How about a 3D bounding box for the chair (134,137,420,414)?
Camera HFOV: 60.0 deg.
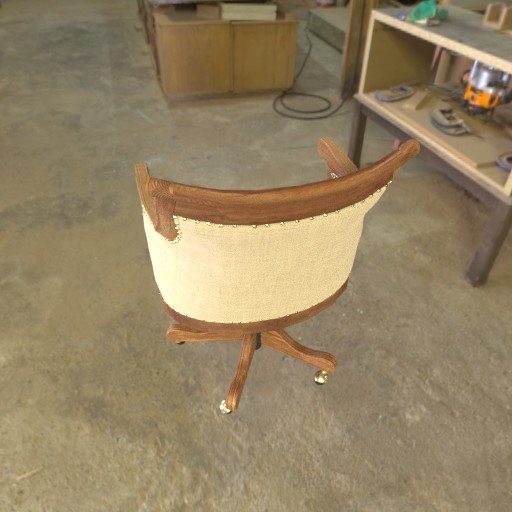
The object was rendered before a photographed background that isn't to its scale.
[{"bbox_3d":[0.000,0.000,1.434,0.656,0.965,0.689,-11,42,-12],"label":"chair"}]
